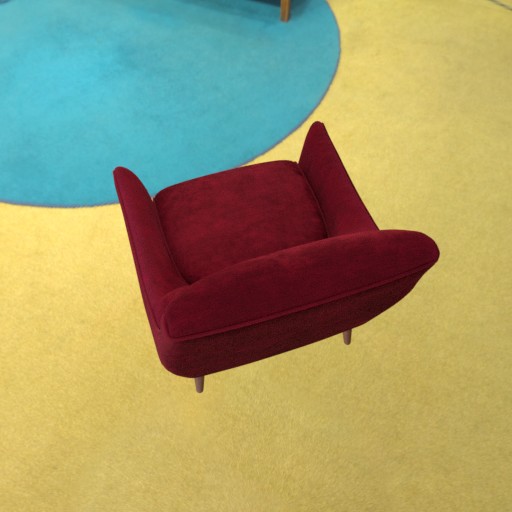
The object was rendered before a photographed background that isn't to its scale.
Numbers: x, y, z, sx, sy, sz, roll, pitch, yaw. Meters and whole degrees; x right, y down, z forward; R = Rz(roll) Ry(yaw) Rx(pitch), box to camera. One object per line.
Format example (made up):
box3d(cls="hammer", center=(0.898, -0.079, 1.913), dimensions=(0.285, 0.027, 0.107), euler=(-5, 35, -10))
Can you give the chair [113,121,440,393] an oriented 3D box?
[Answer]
box3d(cls="chair", center=(0.000, 0.000, 1.445), dimensions=(0.762, 0.838, 0.787), euler=(-15, 58, -10))
